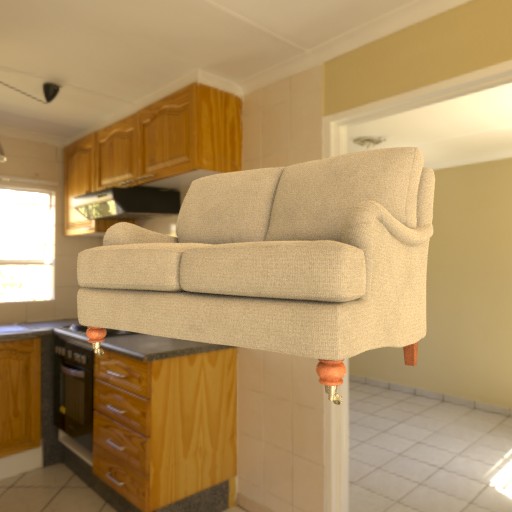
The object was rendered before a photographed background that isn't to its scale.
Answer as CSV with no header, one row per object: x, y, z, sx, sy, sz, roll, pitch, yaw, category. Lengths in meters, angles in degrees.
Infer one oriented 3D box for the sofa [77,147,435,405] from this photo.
0.000,0.000,2.172,1.480,0.999,1.087,-1,-1,36,sofa
